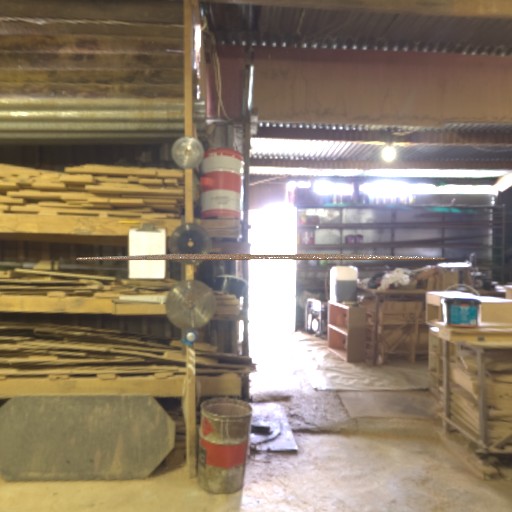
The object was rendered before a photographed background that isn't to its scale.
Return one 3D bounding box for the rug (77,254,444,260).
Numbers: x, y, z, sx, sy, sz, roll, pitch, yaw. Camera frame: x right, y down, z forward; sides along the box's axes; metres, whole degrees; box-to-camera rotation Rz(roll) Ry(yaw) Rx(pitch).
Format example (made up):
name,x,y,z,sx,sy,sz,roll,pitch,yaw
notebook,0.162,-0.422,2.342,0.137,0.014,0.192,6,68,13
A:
name,x,y,z,sx,sy,sz,roll,pitch,yaw
rug,0.000,0.000,2.369,1.219,0.009,1.829,0,1,-1
